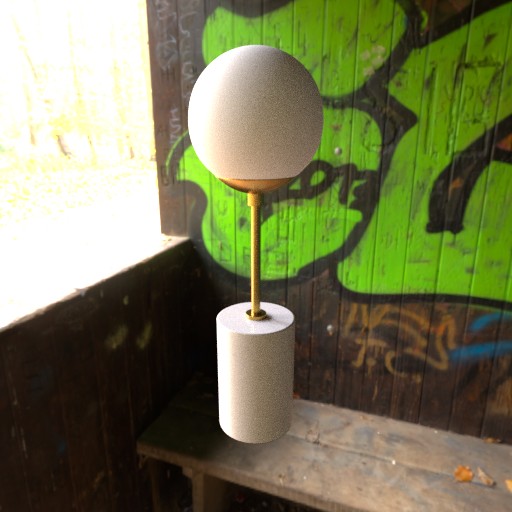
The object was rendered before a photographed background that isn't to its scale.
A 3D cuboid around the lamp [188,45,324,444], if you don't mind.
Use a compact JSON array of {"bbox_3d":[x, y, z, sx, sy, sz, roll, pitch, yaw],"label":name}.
[{"bbox_3d":[0.000,0.000,0.554,0.153,0.480,0.153,0,17,0],"label":"lamp"}]
